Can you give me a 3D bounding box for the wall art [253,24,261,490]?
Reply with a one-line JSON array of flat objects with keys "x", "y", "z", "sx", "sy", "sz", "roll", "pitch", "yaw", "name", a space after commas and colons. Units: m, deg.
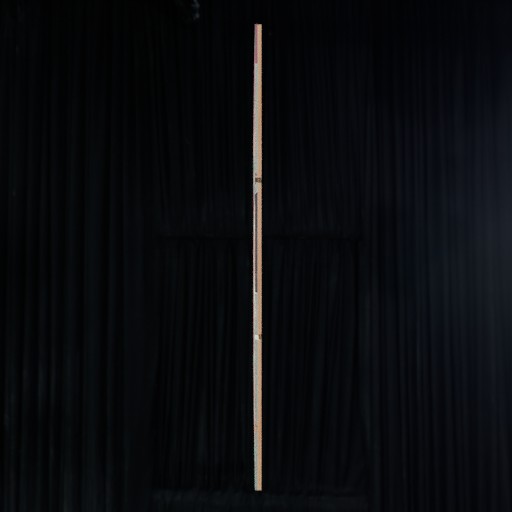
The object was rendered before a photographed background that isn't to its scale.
[{"x": 0.000, "y": 0.000, "z": 1.321, "sx": 0.012, "sy": 0.910, "sz": 0.911, "roll": 0, "pitch": 1, "yaw": -1, "name": "wall art"}]
